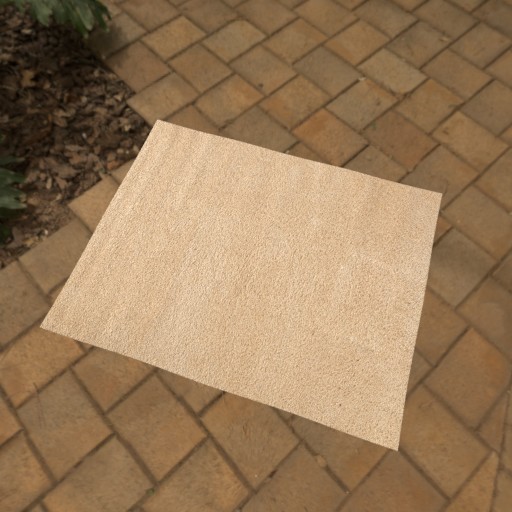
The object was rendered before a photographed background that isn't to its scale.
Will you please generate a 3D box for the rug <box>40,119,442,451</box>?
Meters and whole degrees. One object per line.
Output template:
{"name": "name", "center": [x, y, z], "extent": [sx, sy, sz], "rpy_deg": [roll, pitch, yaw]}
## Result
{"name": "rug", "center": [0.000, 0.000, 3.994], "extent": [3.000, 0.025, 2.400], "rpy_deg": [17, 65, 8]}
